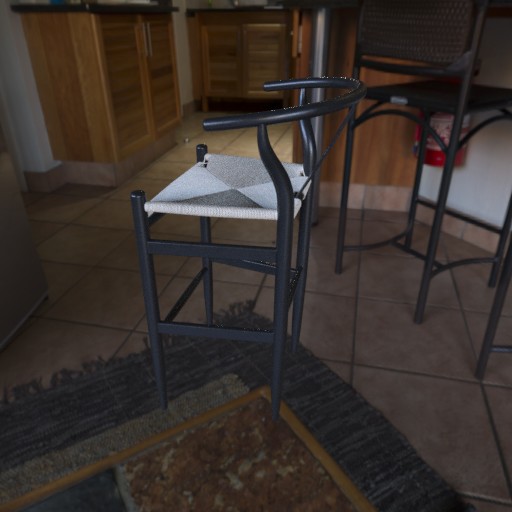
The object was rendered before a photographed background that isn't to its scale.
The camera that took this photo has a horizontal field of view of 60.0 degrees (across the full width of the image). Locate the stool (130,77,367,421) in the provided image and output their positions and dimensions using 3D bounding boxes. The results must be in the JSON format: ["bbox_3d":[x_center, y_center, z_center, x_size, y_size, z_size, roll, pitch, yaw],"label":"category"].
[{"bbox_3d":[0.000,0.000,1.441,0.579,1.072,0.569,8,31,13],"label":"stool"}]
